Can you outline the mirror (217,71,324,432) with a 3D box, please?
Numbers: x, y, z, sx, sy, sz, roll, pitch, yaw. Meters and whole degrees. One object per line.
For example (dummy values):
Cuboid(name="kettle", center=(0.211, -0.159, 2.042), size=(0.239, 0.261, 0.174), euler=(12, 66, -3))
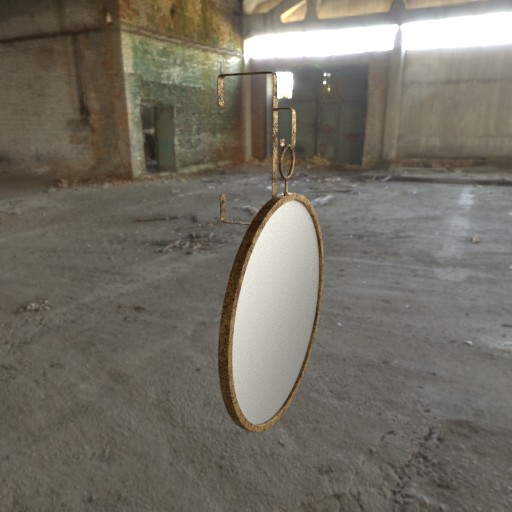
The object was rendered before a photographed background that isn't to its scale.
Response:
Cuboid(name="mirror", center=(0.000, 0.000, 0.846), size=(0.144, 0.651, 0.447), euler=(8, 18, 25))
